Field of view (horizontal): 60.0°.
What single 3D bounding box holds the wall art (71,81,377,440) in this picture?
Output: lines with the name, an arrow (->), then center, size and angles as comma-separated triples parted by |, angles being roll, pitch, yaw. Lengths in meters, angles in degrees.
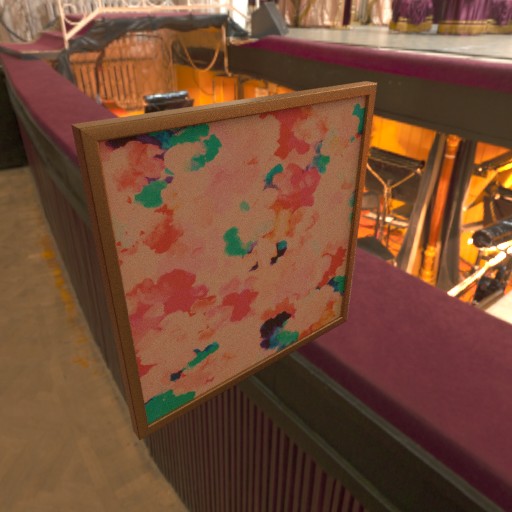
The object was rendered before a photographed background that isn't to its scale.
wall art -> 0.000, 0.000, 1.130 | 0.767, 0.765, 0.036 | -21, 36, -33
